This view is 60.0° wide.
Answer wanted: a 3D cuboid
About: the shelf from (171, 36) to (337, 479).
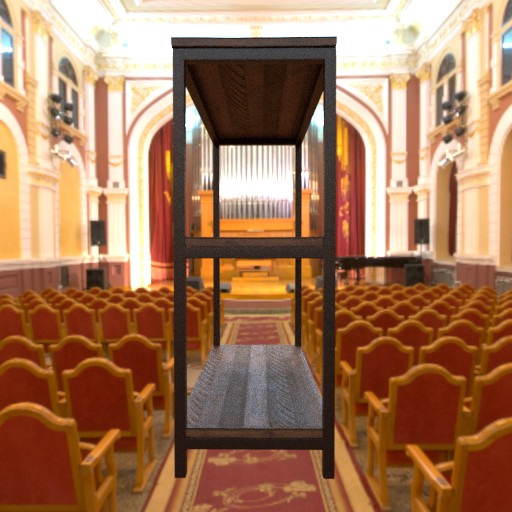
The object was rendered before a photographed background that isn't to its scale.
[{"bbox_3d":[0.000,0.000,1.358,0.352,0.947,0.822,0,1,1],"label":"shelf"}]
